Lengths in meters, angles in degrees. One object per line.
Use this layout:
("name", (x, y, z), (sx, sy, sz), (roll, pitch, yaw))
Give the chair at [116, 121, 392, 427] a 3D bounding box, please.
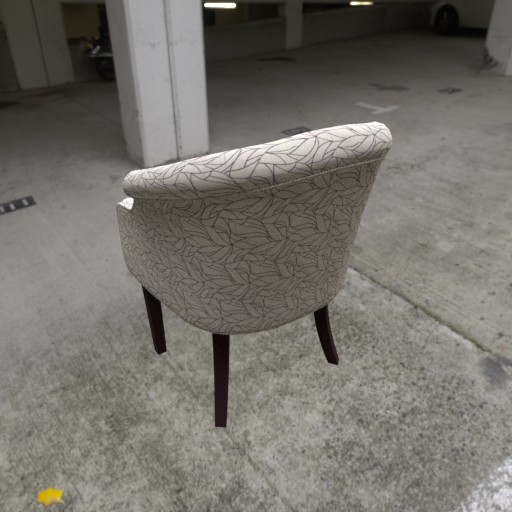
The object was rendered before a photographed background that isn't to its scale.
("chair", (0.000, 0.000, 1.320), (0.686, 0.858, 0.613), (-19, 35, -30))
